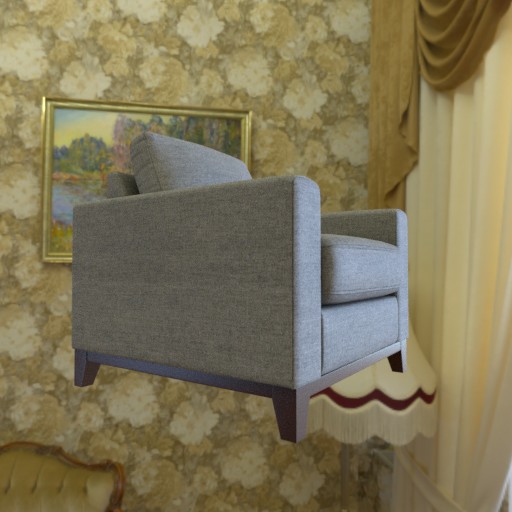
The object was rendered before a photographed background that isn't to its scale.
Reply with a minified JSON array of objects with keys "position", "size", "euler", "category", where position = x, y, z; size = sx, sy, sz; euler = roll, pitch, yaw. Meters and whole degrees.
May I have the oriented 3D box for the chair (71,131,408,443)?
[{"position":[0.000,0.000,1.838],"size":[1.038,1.010,1.024],"euler":[-1,-2,35],"category":"chair"}]
